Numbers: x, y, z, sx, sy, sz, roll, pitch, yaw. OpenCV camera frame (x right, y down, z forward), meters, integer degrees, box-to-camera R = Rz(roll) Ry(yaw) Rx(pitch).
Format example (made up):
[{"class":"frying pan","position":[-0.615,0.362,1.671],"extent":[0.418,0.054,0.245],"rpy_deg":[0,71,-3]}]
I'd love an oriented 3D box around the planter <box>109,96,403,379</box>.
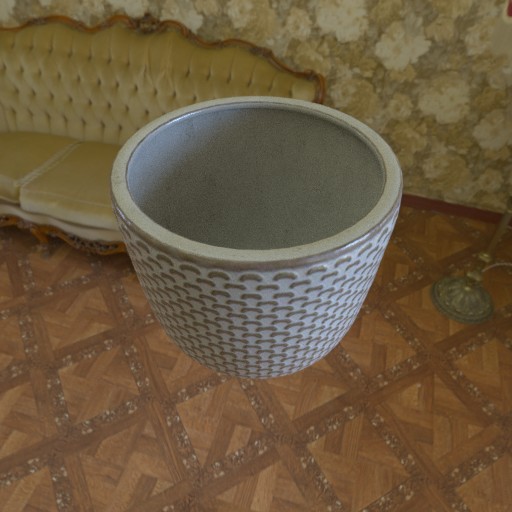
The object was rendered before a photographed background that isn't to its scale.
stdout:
[{"class":"planter","position":[0.000,0.000,0.257],"extent":[0.139,0.130,0.139],"rpy_deg":[0,45,0]}]
